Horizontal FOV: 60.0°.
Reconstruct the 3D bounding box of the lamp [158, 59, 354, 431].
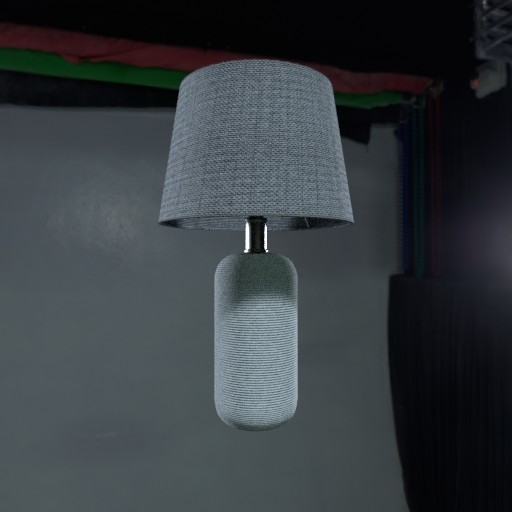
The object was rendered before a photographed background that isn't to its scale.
[{"bbox_3d":[0.000,0.000,0.582,0.251,0.429,0.251,0,0,0],"label":"lamp"}]
